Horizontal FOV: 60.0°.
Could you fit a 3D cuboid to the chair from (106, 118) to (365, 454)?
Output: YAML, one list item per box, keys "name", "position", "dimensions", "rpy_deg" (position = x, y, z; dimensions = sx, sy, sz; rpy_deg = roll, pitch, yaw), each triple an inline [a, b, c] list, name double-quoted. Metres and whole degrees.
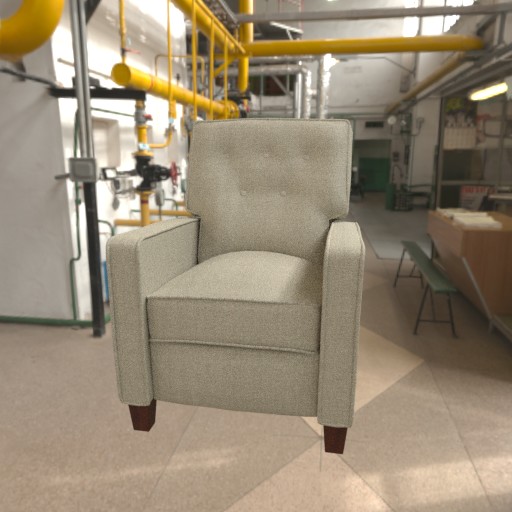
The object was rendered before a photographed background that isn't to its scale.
- name: "chair"
  position: [0.000, 0.000, 1.431]
  dimensions: [0.648, 0.888, 0.754]
  rpy_deg: [2, 14, 10]
